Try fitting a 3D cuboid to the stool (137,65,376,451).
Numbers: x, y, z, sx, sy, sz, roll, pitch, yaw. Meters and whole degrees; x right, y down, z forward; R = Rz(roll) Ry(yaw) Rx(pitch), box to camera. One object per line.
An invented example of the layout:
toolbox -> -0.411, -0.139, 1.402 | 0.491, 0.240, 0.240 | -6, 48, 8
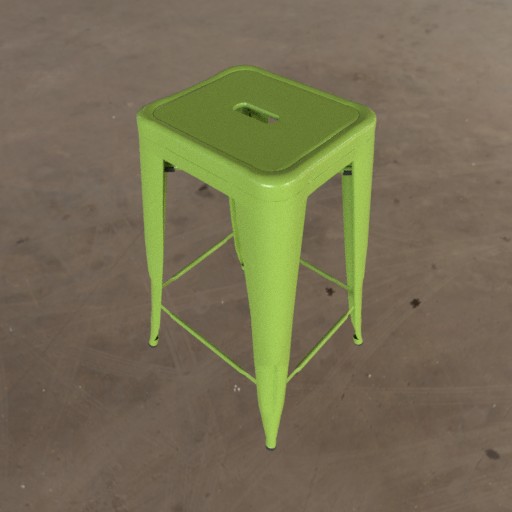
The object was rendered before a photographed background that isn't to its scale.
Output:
stool -> 0.000, 0.000, 0.871 | 0.398, 0.609, 0.358 | 32, 53, 28
